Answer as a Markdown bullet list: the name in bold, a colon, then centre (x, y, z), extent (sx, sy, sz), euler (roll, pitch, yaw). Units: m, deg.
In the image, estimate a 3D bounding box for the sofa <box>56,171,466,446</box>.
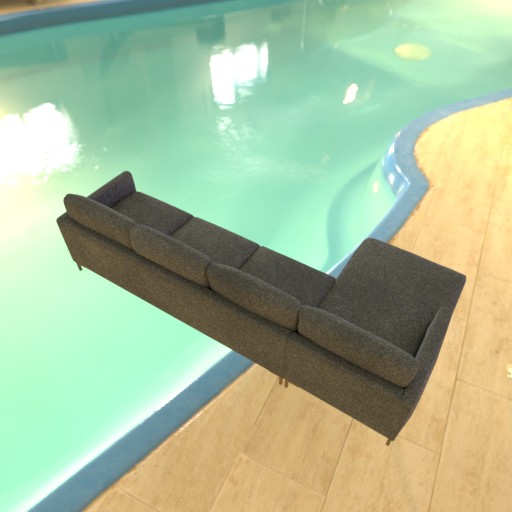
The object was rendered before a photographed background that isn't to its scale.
- **sofa**: centre (0.000, 0.000, 3.464), extent (2.932, 0.810, 1.350), euler (24, 51, 22)
